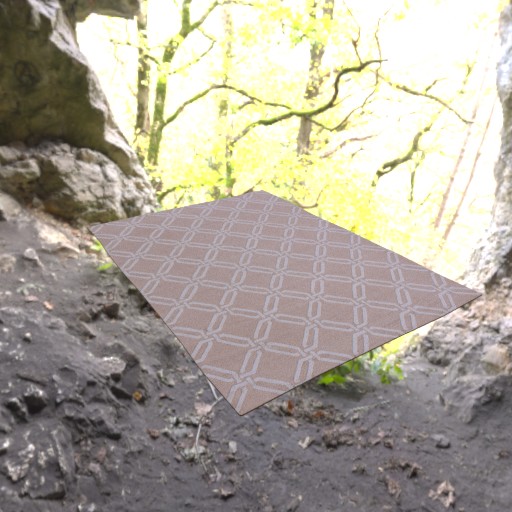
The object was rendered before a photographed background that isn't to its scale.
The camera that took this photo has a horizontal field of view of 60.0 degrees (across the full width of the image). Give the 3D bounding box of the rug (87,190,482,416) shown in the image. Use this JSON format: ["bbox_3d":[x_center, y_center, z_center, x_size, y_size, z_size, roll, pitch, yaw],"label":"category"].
[{"bbox_3d":[0.000,0.000,4.418,2.452,0.020,3.365,-17,31,-29],"label":"rug"}]
